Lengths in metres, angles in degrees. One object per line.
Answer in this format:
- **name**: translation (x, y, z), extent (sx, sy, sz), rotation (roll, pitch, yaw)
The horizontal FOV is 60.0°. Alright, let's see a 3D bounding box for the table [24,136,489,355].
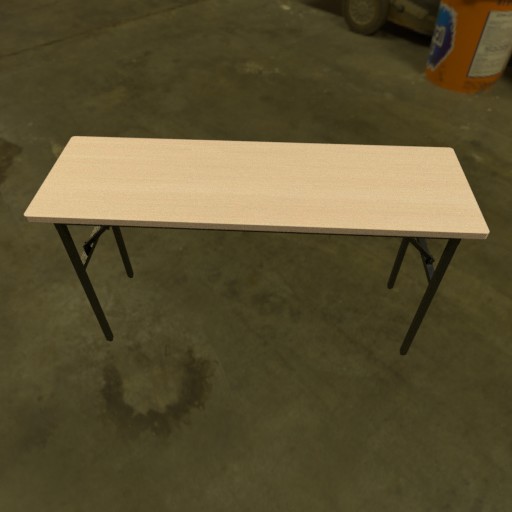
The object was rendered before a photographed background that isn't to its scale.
- **table**: translation (0.000, 0.000, 1.747), extent (1.397, 0.750, 0.447), rotation (2, 47, 2)
